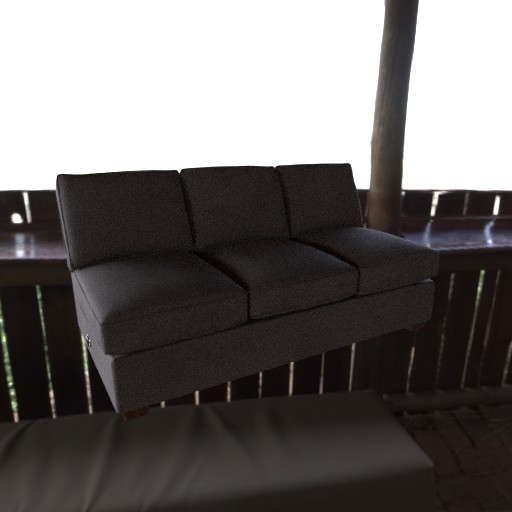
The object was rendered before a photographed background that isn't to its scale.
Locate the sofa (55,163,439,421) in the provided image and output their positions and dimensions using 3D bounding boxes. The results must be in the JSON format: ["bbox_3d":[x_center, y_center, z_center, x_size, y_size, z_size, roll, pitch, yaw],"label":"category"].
[{"bbox_3d":[0.000,0.000,2.548,1.962,0.973,1.027,-9,19,-28],"label":"sofa"}]
